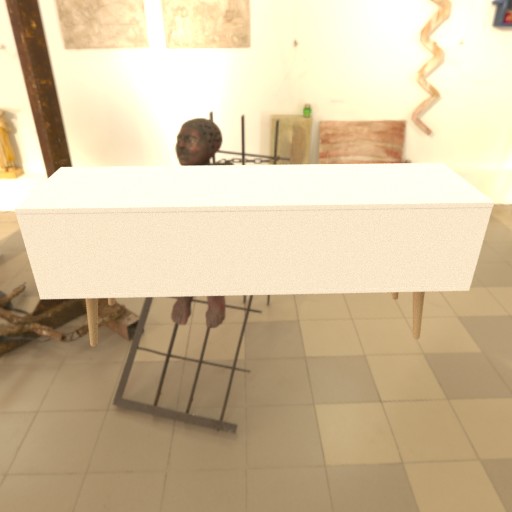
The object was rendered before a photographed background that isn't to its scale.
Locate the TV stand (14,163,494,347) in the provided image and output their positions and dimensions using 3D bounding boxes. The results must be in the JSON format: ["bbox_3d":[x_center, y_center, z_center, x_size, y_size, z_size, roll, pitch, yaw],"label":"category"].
[{"bbox_3d":[0.000,0.000,1.600,1.398,0.560,0.401,-1,29,-2],"label":"TV stand"}]
